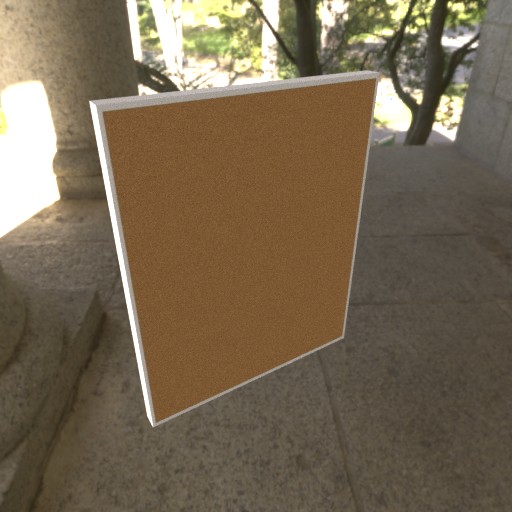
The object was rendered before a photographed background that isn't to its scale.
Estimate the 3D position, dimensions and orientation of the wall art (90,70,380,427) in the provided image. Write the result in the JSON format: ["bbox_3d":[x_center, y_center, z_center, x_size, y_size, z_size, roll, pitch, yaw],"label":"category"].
[{"bbox_3d":[0.000,0.000,0.750,0.443,0.549,0.030,-18,35,-27],"label":"wall art"}]
